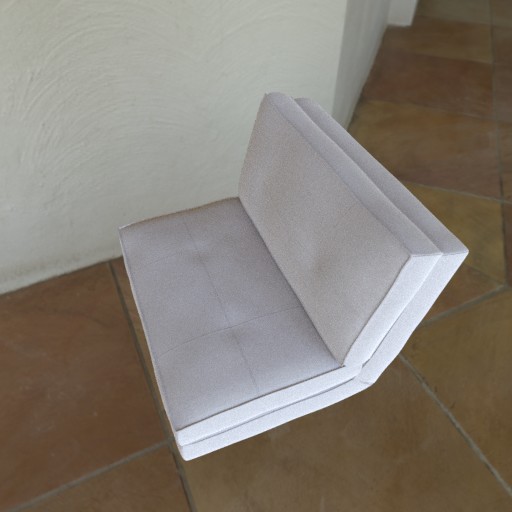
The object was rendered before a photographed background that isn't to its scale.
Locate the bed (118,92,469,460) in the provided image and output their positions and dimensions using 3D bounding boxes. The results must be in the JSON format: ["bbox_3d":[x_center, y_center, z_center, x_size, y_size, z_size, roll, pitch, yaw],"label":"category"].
[{"bbox_3d":[0.000,0.000,1.316,0.749,0.614,0.799,-16,49,-15],"label":"bed"}]
